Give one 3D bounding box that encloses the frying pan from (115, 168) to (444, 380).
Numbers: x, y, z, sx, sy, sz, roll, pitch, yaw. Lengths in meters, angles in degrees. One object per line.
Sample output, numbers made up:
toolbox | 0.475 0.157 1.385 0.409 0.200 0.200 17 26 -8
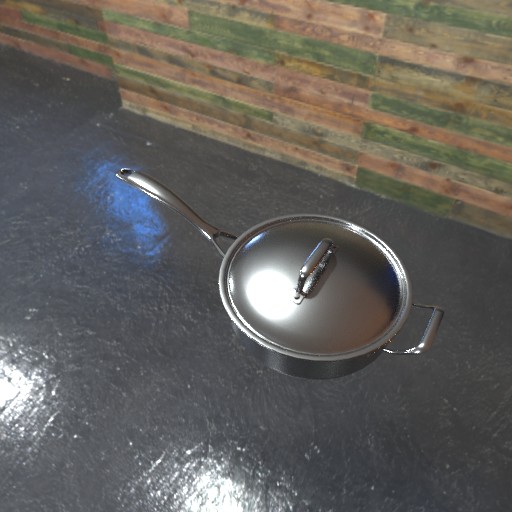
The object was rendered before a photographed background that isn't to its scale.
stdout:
frying pan | 0.000 0.000 0.609 0.492 0.111 0.245 25 51 22
